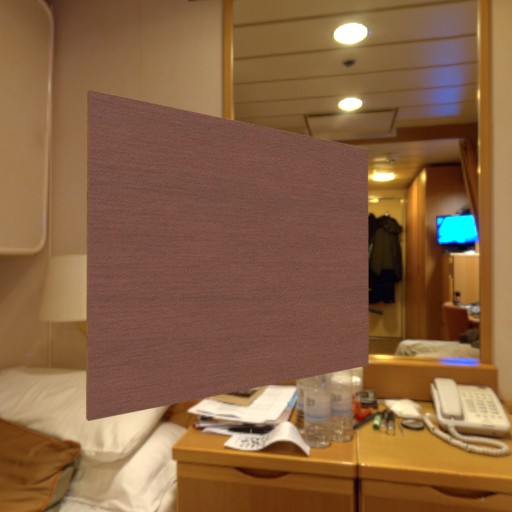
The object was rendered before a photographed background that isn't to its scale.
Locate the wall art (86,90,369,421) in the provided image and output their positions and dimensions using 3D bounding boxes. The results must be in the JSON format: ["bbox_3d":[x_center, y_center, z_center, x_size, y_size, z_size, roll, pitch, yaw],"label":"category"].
[{"bbox_3d":[0.000,0.000,0.694,0.508,0.408,0.010,0,-1,-35],"label":"wall art"}]
